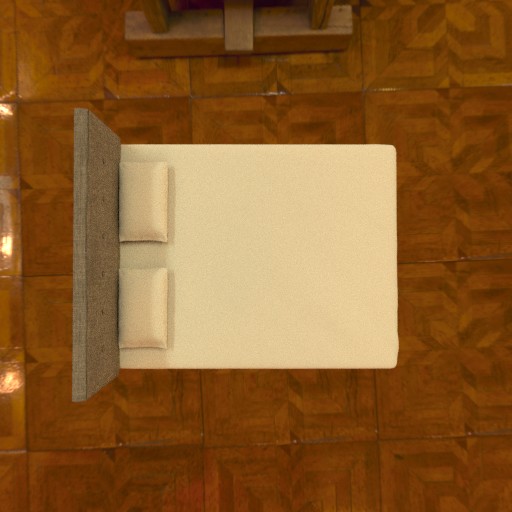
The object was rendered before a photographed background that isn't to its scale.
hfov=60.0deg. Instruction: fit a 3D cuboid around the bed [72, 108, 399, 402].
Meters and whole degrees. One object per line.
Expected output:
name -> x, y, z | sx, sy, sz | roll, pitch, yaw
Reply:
bed -> 0.000, 0.000, 2.954 | 1.958, 1.168, 1.621 | 0, 89, 0
